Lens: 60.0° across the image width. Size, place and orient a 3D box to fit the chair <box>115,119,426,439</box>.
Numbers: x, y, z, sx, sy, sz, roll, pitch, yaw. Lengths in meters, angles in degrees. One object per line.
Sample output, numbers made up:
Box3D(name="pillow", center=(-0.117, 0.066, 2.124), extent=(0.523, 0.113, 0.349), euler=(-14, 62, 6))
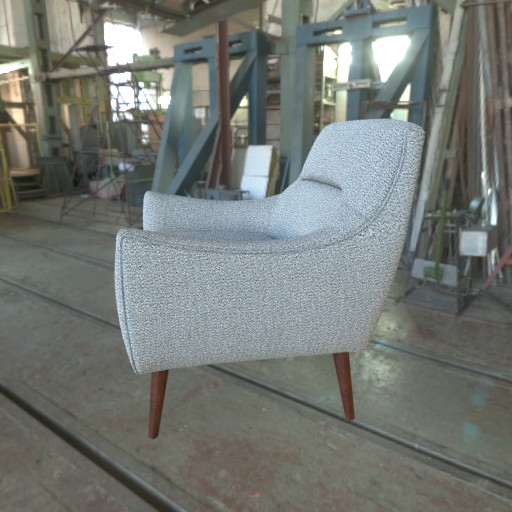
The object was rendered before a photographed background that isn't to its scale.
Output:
Box3D(name="chair", center=(0.000, 0.000, 1.424), extent=(0.787, 0.838, 0.762), euler=(-2, 16, -8))
